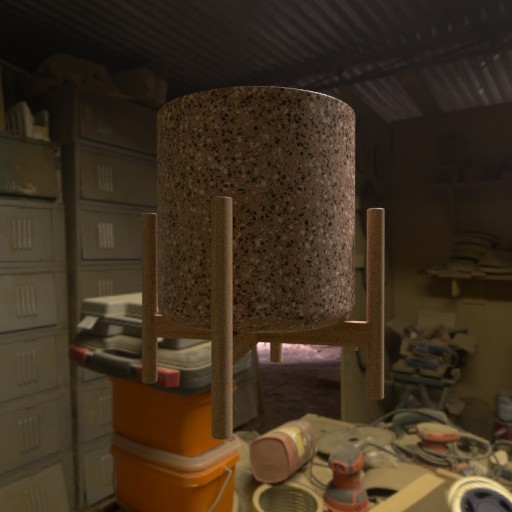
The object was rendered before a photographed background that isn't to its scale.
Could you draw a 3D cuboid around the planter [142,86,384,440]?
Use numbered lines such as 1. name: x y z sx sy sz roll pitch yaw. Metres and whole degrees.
1. planter: 0.000 0.000 0.697 0.360 0.419 0.360 0 1 35
